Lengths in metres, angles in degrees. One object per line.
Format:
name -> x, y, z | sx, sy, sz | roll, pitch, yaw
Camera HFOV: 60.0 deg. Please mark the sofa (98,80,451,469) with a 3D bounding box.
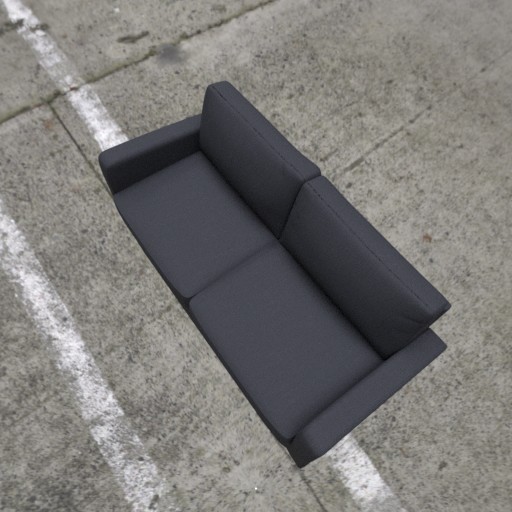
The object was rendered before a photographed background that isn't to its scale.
sofa -> 0.000, 0.000, 2.306 | 0.898, 0.839, 1.852 | -33, 67, -16
